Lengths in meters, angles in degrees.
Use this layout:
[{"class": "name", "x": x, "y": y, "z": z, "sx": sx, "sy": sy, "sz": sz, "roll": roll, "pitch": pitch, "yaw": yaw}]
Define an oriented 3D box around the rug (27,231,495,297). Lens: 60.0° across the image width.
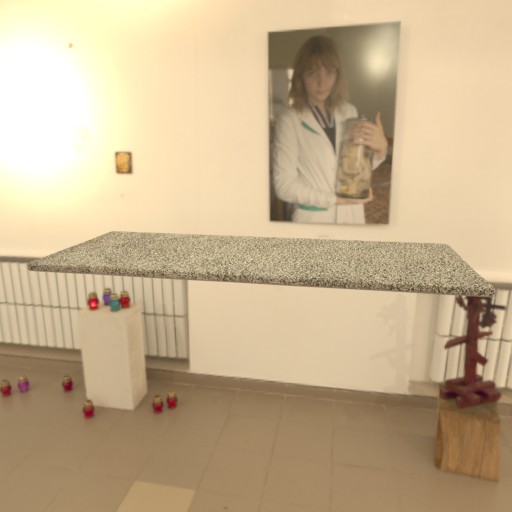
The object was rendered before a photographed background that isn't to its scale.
[{"class": "rug", "x": 0.000, "y": 0.000, "z": 1.701, "sx": 1.524, "sy": 0.030, "sz": 0.609, "roll": 3, "pitch": 14, "yaw": 10}]
